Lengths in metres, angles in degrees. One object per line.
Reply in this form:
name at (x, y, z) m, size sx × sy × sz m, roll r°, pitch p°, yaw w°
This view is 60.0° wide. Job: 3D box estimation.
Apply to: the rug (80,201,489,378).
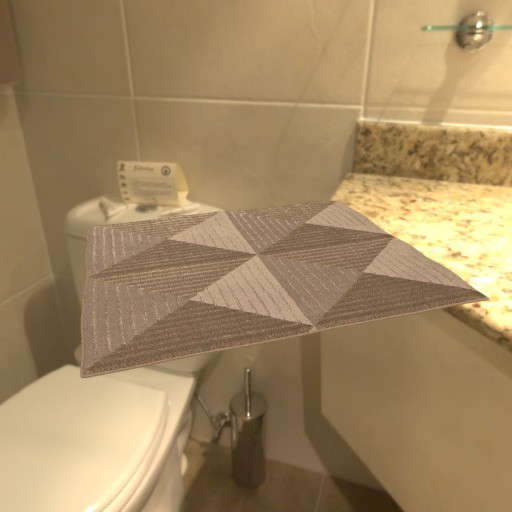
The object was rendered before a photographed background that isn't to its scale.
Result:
rug at (0.000, 0.000, 0.875) m, size 0.642 × 0.008 × 0.551 m, roll -8°, pitch 26°, yaw -16°
